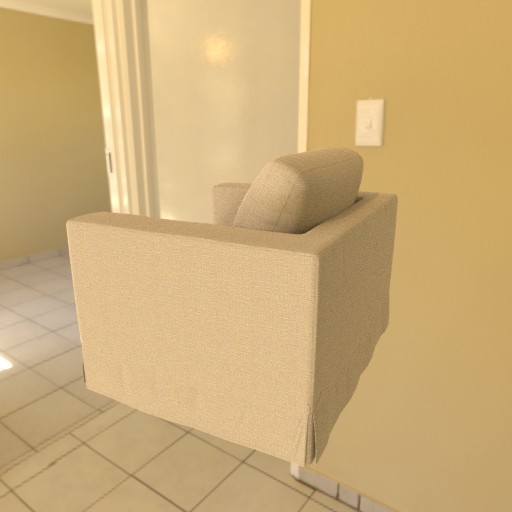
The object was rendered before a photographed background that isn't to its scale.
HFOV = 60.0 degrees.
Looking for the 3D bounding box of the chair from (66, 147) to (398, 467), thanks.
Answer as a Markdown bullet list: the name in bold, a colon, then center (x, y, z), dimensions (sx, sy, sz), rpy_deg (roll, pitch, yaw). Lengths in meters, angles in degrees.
- **chair**: center (0.000, 0.000, 1.857), dimensions (0.957, 0.878, 1.150), rpy_deg (8, 19, 26)
